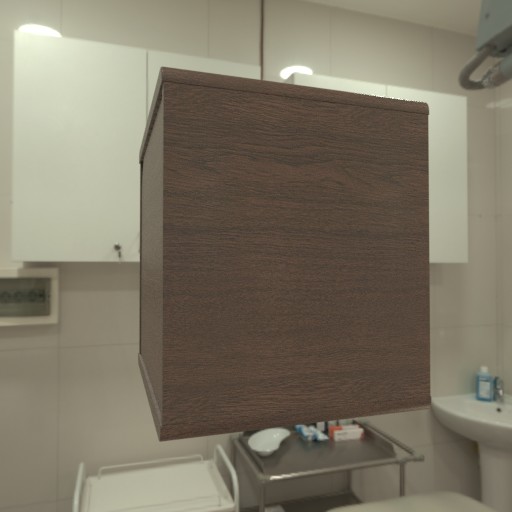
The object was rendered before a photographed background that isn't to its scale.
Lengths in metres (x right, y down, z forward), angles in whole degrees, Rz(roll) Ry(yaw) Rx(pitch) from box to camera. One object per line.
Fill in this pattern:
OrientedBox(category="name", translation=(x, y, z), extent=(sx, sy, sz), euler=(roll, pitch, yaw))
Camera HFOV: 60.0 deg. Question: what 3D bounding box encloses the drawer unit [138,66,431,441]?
OrientedBox(category="drawer unit", translation=(0.000, 0.000, 0.603), extent=(0.290, 0.344, 0.344), euler=(0, -1, -18))
